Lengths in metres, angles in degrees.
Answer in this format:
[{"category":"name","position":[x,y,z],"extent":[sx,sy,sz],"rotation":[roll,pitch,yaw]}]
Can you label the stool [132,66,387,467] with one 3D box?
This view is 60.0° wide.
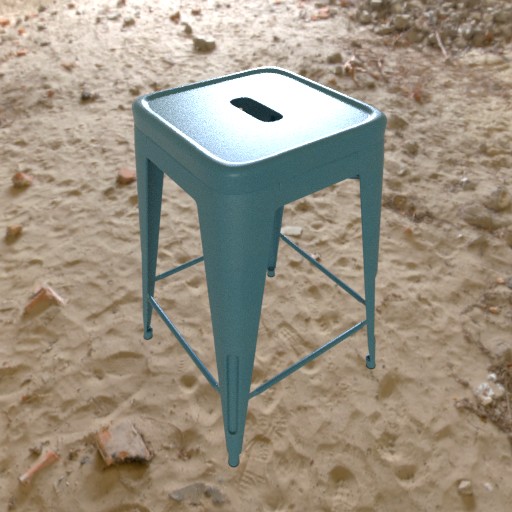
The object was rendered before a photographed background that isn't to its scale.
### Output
[{"category":"stool","position":[0.000,0.000,0.881],"extent":[0.410,0.608,0.410],"rotation":[-25,46,-26]}]
